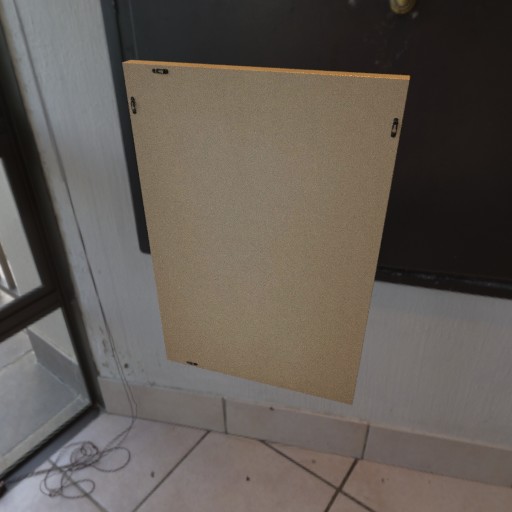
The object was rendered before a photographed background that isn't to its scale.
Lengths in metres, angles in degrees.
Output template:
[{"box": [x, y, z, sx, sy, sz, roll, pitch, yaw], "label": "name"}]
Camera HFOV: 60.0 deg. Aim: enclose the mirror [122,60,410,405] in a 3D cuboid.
[{"box": [0.000, 0.000, 1.159, 0.609, 0.915, 0.040, 10, 34, 15], "label": "mirror"}]
